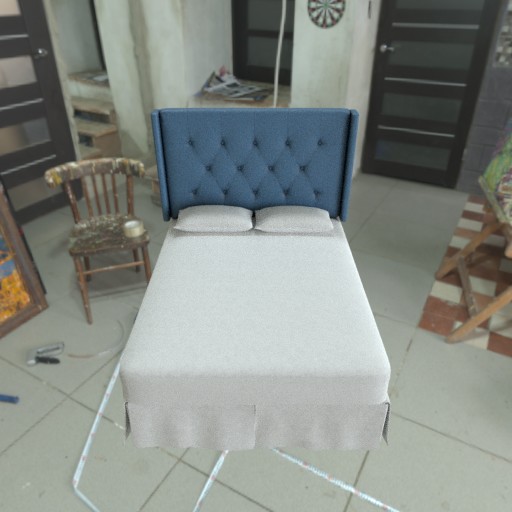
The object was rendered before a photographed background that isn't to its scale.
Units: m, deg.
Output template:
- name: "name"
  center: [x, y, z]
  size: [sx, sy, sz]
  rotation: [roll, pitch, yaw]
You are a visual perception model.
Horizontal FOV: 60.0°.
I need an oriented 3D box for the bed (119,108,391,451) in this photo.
- name: "bed"
  center: [0.000, 0.000, 3.264]
  size: [1.719, 1.665, 2.078]
  rotation: [0, 32, 0]
